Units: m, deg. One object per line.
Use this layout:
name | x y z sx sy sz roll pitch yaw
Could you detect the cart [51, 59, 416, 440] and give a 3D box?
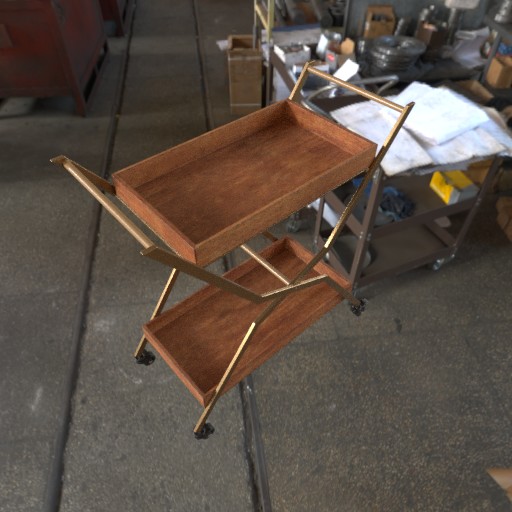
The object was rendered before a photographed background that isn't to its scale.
cart | 0.000 0.000 1.347 0.836 0.869 0.405 -32 54 -27
